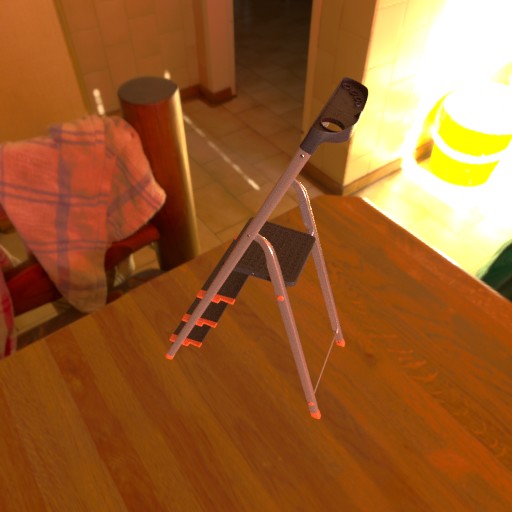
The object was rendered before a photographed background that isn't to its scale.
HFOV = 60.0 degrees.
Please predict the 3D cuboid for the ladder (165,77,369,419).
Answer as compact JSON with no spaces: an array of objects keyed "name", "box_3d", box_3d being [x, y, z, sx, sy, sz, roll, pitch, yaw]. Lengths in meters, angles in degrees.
[{"name":"ladder","box_3d":[0.000,0.000,1.794,0.834,1.429,0.452,17,49,16]}]
